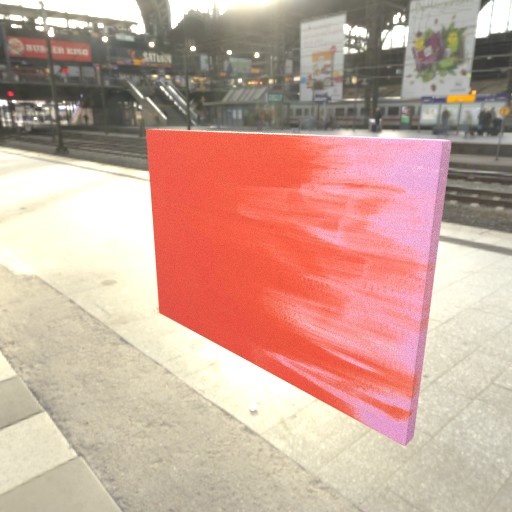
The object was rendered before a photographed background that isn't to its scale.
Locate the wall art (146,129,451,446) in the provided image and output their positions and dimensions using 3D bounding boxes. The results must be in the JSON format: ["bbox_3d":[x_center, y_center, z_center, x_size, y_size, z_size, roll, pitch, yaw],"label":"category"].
[{"bbox_3d":[0.000,0.000,1.139,0.040,0.609,0.913,-17,24,-42],"label":"wall art"}]
